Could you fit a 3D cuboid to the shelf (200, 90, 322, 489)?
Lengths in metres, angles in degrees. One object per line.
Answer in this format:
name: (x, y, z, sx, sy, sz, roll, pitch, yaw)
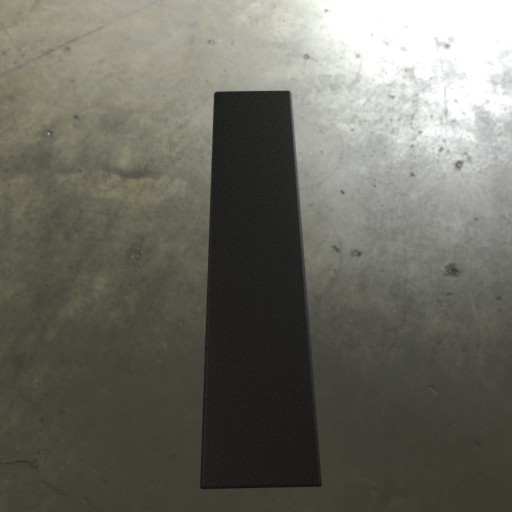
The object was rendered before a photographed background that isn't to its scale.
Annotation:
shelf: (0.000, 0.000, 0.492, 0.102, 0.053, 0.456, -1, 63, 0)
